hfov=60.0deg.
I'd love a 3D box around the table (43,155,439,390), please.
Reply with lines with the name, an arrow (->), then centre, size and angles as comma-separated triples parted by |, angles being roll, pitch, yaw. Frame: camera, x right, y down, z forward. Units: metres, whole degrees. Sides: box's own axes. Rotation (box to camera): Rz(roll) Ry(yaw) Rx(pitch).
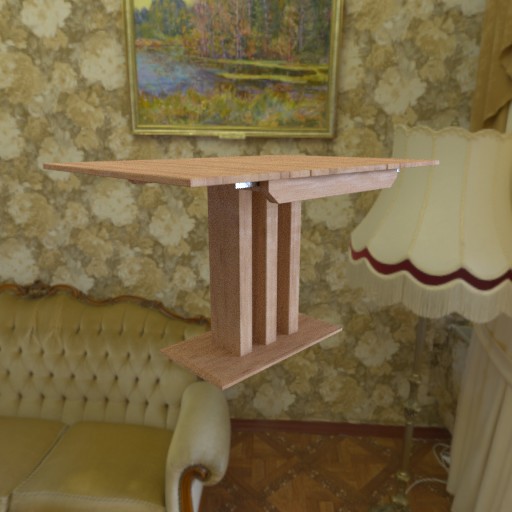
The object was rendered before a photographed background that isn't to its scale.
table -> 0.000, 0.000, 1.847 | 1.300, 0.770, 0.900 | -14, 20, -43
